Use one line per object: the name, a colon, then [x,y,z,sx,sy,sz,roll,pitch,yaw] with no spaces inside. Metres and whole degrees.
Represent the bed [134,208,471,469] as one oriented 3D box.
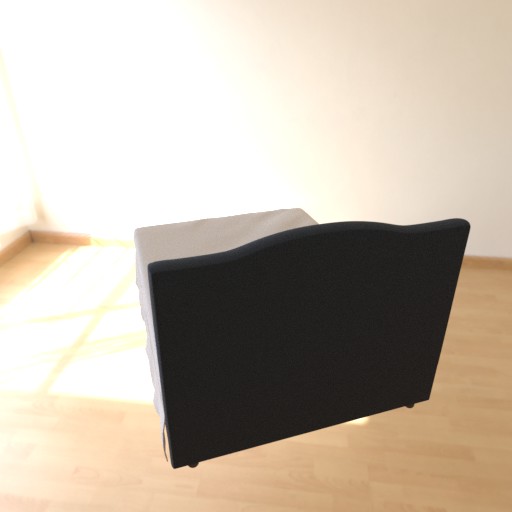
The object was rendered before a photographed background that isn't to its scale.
bed: [0.000,0.000,3.385,1.821,1.436,2.282,-9,29,-16]
